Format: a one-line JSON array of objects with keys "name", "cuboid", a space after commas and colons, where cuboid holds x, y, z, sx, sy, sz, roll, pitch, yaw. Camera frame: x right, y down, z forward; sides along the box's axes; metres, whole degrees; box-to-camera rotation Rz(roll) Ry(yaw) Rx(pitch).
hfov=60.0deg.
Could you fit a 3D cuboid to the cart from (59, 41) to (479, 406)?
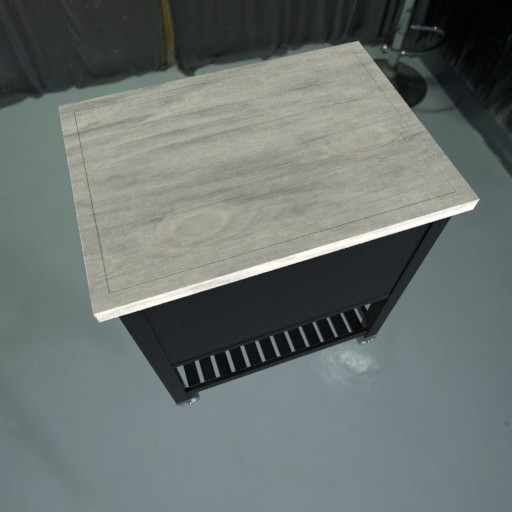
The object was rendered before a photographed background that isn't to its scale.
[{"name": "cart", "cuboid": [0.000, 0.000, 1.375, 0.797, 0.920, 0.567, -16, 60, -10]}]
